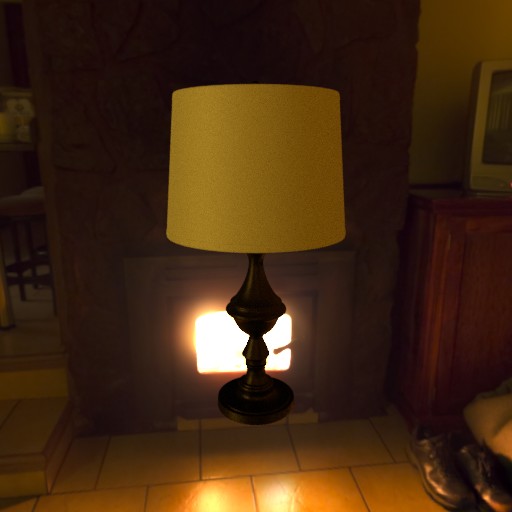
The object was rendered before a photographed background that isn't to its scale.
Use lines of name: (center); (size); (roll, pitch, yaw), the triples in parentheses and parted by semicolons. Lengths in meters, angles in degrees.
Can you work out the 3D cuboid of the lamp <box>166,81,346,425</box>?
lamp: (0.000, 0.000, 0.980); (0.383, 0.726, 0.383); (0, 14, 0)
